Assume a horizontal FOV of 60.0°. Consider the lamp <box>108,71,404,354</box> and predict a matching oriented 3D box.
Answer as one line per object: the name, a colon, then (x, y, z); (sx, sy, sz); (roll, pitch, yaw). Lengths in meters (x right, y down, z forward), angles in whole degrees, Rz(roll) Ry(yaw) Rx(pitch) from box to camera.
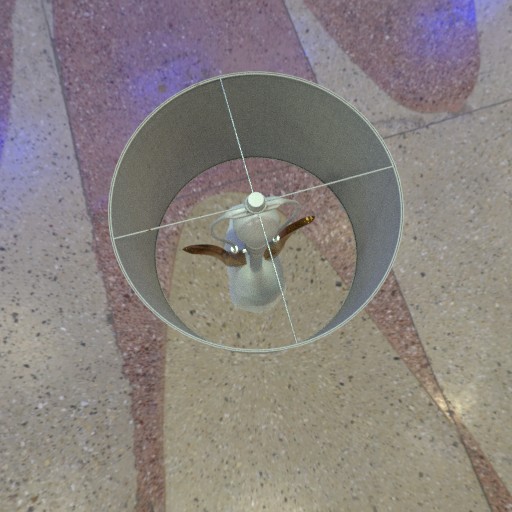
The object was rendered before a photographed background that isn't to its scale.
lamp: (0.000, 0.000, 0.688); (0.298, 0.503, 0.298); (-15, 77, -3)
